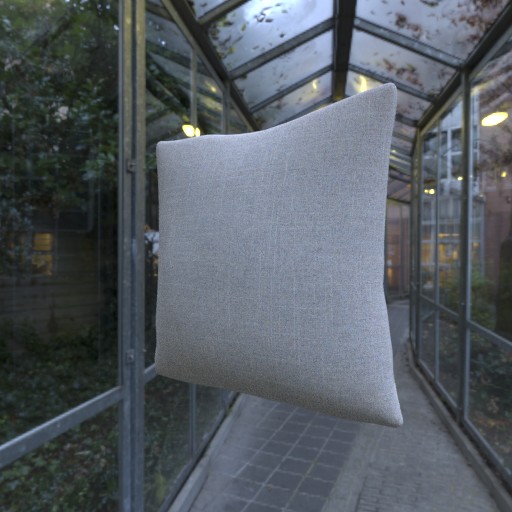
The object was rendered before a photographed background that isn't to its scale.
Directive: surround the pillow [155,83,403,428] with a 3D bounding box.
[{"bbox_3d":[0.000,0.000,0.871,0.578,0.558,0.192,0,1,36],"label":"pillow"}]
